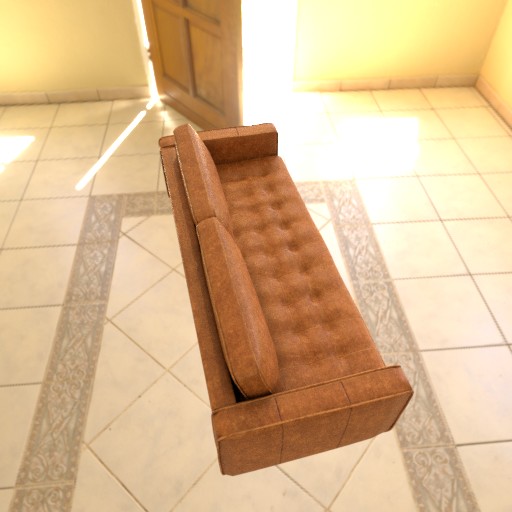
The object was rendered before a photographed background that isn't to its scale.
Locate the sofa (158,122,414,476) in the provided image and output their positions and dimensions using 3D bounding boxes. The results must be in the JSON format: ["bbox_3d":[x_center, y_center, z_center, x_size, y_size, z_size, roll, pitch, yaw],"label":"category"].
[{"bbox_3d":[0.000,0.000,2.636,0.886,0.779,2.199,-11,49,-10],"label":"sofa"}]
